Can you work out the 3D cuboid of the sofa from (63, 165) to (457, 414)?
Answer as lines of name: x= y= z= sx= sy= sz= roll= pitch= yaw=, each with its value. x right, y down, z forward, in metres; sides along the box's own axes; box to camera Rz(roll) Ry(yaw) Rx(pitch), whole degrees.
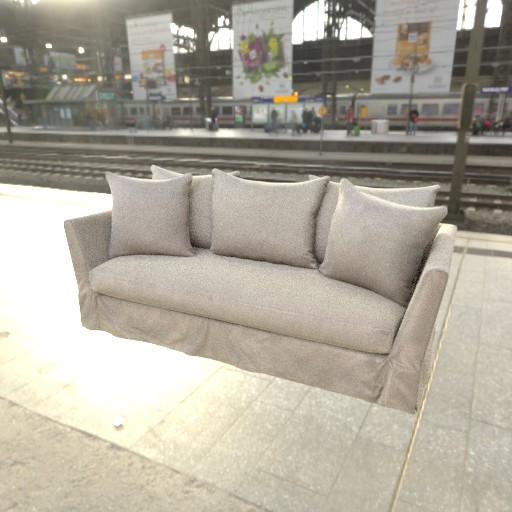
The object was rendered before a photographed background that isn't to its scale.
sofa: x=0.000 y=0.000 z=2.847 sx=2.290 sy=1.034 sz=1.031 roll=8 pitch=19 yaw=24
